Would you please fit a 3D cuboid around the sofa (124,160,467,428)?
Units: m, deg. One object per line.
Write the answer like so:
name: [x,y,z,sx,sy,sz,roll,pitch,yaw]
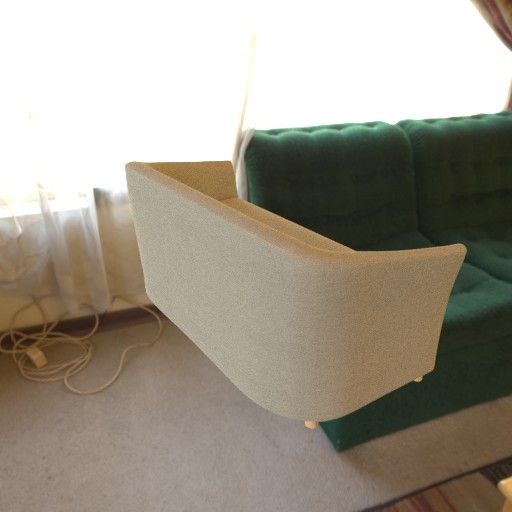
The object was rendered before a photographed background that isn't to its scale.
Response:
sofa: [0.000,0.000,1.910,0.705,0.721,1.452,-18,32,-32]
